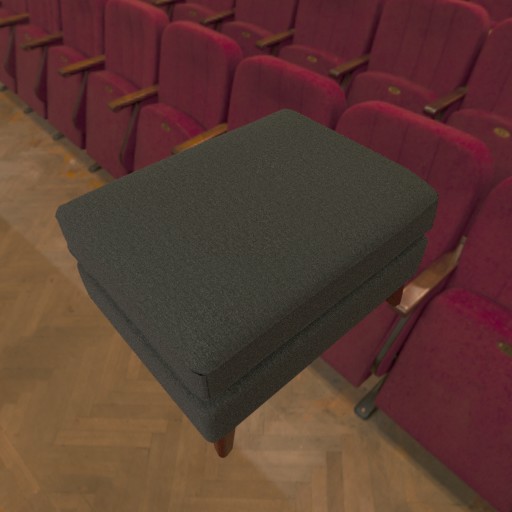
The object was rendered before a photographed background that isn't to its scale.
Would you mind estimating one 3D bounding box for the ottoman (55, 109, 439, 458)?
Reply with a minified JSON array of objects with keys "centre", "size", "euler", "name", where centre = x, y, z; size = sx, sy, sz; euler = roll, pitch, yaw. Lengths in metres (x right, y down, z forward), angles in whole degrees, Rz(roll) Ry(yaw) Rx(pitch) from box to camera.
[{"centre":[0.000,0.000,1.281],"size":[0.835,0.503,0.629],"euler":[-32,53,-28],"name":"ottoman"}]
